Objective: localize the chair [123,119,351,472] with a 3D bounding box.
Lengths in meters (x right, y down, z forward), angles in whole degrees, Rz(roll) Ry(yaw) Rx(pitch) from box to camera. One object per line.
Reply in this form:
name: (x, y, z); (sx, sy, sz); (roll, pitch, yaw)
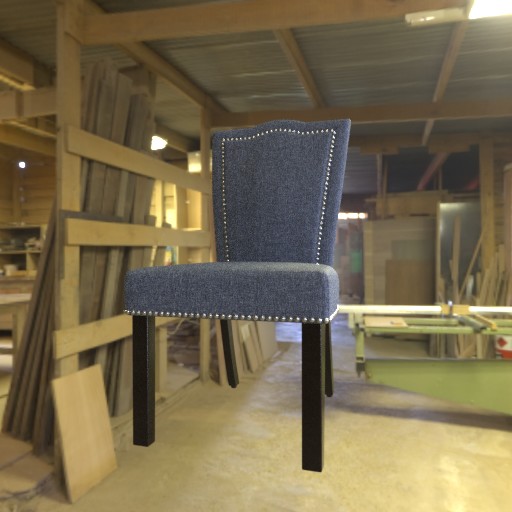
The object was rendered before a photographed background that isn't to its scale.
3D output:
chair: (0.000, 0.000, 1.293); (0.518, 0.946, 0.589); (0, -1, 18)
